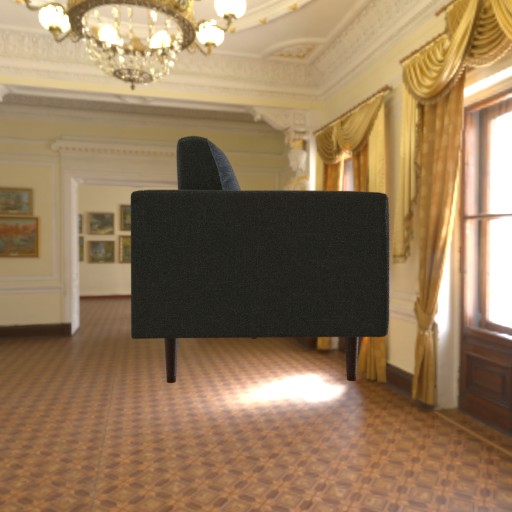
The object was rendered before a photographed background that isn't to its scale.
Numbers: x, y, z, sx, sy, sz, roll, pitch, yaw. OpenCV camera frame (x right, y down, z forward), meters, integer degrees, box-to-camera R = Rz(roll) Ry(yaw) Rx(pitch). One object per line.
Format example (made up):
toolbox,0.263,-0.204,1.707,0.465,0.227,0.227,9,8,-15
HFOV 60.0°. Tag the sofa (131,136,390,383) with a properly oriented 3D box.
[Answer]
sofa,0.000,0.000,2.537,0.935,0.945,2.013,0,1,-2
